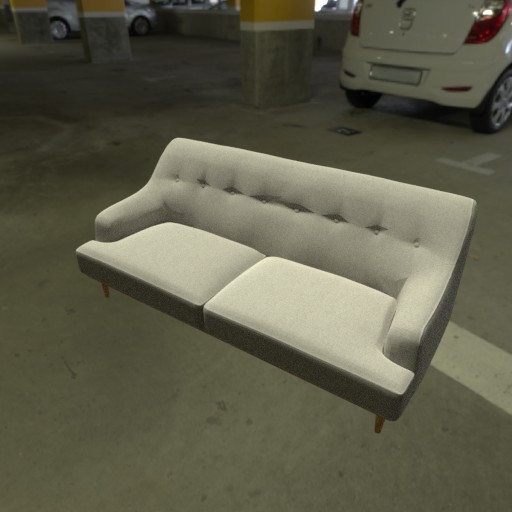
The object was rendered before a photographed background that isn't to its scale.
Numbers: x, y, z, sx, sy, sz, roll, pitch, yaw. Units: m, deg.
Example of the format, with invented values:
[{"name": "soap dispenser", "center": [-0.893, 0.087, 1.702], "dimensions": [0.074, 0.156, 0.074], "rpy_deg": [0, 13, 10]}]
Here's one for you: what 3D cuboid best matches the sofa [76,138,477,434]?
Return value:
[{"name": "sofa", "center": [0.000, 0.000, 2.510], "dimensions": [2.057, 0.871, 0.978], "rpy_deg": [19, 35, 29]}]
